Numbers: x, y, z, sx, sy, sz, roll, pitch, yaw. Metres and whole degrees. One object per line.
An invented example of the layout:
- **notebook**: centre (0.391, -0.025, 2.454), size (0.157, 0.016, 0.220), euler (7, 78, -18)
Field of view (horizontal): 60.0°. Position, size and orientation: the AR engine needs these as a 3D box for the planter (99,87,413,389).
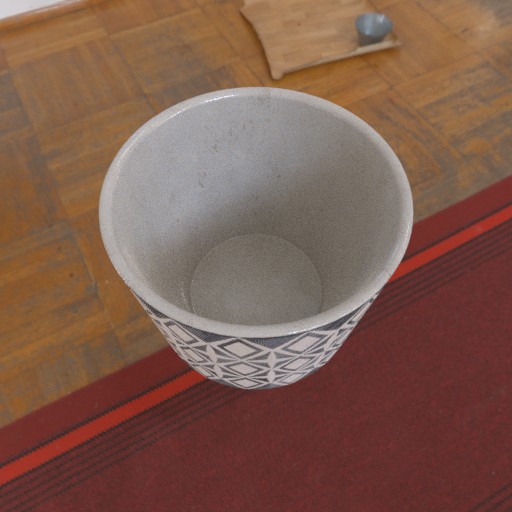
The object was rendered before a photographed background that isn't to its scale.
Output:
- **planter**: centre (0.000, 0.000, 0.466), size (0.260, 0.220, 0.260), euler (0, 59, 0)
